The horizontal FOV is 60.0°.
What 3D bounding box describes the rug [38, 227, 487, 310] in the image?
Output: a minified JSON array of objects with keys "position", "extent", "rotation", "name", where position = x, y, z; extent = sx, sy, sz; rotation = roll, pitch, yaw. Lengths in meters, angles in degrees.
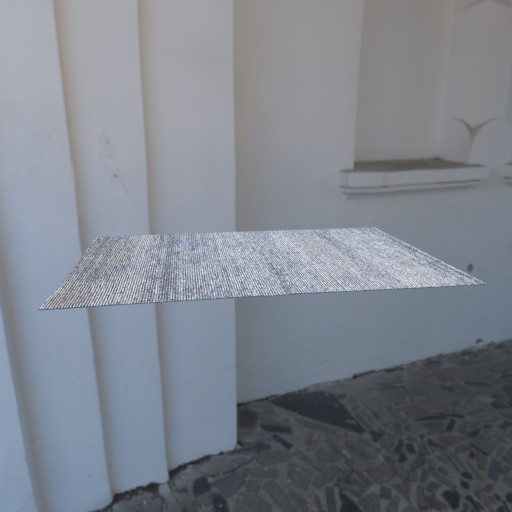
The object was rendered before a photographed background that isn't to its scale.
[{"position":[0.000,0.000,2.215],"extent":[1.740,0.010,1.135],"rotation":[-2,16,-9],"name":"rug"}]
